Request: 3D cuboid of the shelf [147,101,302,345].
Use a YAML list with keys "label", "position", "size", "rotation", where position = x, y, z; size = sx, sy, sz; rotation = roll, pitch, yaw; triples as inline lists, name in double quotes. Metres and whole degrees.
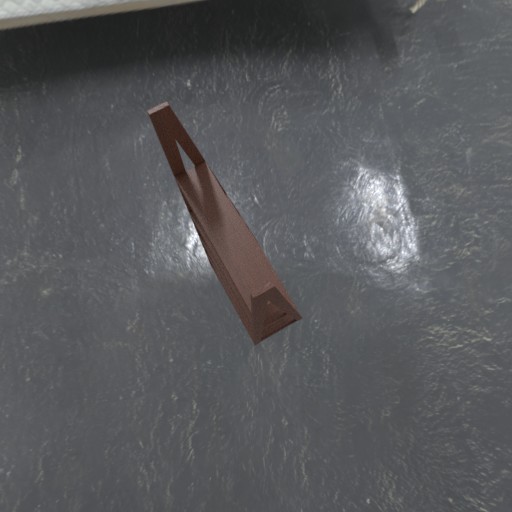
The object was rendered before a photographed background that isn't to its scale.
- label: "shelf"
  position: [0.000, 0.000, 2.019]
  size: [0.350, 1.770, 0.600]
  rotation: [-29, 77, -7]
